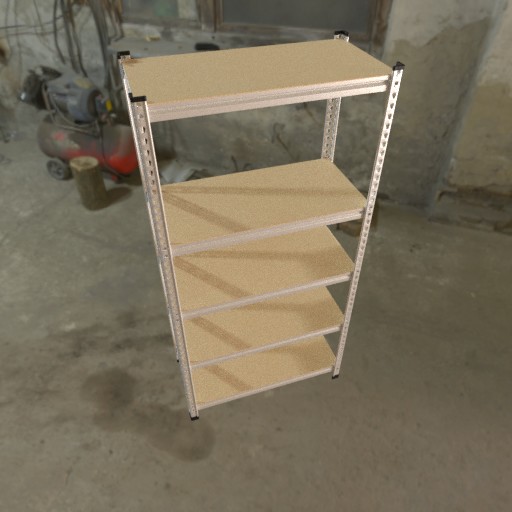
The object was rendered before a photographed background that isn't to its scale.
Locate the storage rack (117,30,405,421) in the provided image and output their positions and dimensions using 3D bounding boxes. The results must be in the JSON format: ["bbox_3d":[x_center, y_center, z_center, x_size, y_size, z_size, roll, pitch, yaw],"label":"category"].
[{"bbox_3d":[0.000,0.000,2.146,0.914,1.829,0.457,-12,43,-14],"label":"storage rack"}]
